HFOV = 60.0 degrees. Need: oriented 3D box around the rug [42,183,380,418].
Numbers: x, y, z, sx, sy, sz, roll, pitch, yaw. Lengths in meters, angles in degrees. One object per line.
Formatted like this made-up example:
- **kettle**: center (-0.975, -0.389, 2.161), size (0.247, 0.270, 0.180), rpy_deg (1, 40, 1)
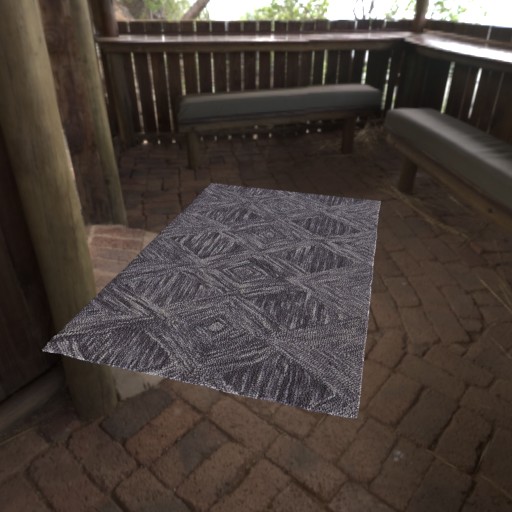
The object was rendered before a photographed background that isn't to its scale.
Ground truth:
- **rug**: center (0.000, 0.000, 2.296), size (1.186, 0.012, 1.814), rpy_deg (8, 31, 14)
